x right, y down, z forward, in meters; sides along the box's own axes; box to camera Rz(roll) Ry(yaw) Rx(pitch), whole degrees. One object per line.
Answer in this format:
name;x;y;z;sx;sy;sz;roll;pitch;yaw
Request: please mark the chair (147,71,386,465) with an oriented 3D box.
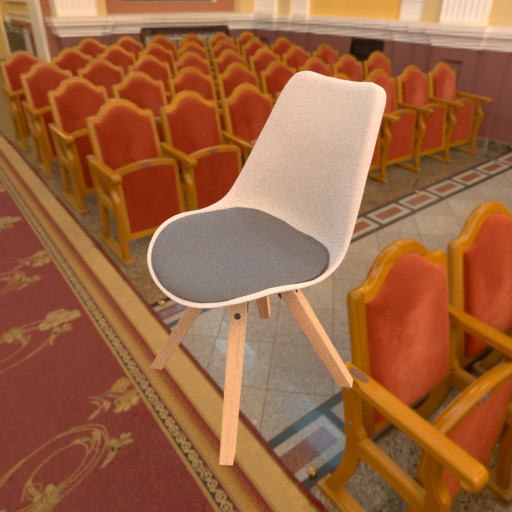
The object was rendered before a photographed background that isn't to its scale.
chair;0.000;0.000;1.179;0.550;0.850;0.485;-21;36;-30
